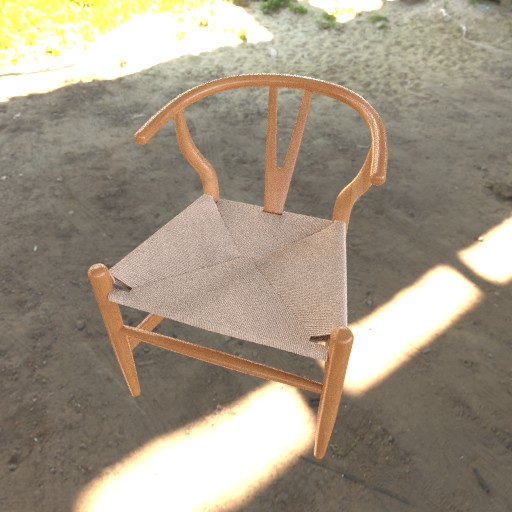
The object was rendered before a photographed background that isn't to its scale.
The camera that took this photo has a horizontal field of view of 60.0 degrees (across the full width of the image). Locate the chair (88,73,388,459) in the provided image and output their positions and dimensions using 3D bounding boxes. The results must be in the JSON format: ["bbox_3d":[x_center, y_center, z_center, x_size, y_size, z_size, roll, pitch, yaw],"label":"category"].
[{"bbox_3d":[0.000,0.000,1.135,0.569,0.730,0.579,13,42,15],"label":"chair"}]
